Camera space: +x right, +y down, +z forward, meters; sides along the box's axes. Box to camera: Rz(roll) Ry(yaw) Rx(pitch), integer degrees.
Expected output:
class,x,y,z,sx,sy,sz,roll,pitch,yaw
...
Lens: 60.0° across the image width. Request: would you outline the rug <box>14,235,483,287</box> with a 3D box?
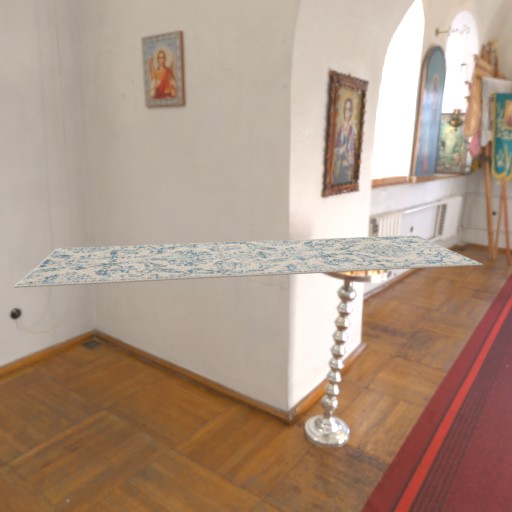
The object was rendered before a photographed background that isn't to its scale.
class,x,y,z,sx,sy,sz,roll,pitch,yaw
rug,0.000,0.000,2.369,2.196,0.011,0.662,-2,16,-8
